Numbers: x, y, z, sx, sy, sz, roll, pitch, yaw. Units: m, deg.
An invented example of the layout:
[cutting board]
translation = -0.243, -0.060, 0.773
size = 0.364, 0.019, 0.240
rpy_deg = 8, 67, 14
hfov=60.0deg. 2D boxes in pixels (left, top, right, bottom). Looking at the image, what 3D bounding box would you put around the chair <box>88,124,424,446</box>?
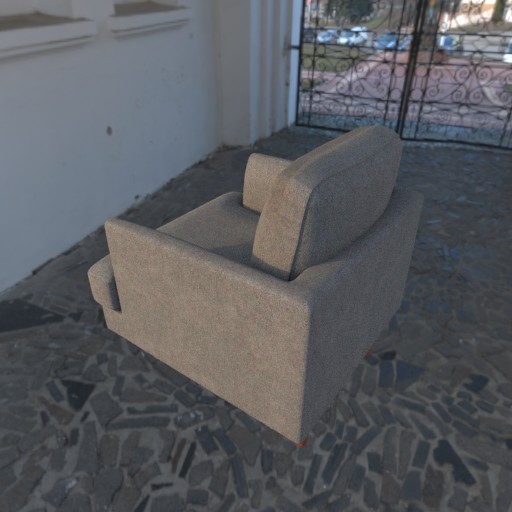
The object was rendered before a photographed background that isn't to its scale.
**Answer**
[chair]
translation = 0.000, 0.000, 1.629
size = 0.899, 0.957, 0.858
rpy_deg = 21, 38, 30
